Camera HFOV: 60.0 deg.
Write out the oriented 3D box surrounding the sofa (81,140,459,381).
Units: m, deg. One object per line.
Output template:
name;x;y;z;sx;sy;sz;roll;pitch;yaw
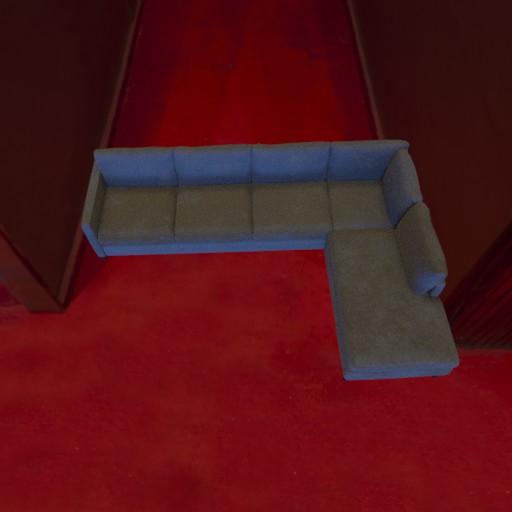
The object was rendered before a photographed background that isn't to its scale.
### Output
sofa;0.000;0.000;3.160;2.486;0.687;1.707;-2;58;-1
